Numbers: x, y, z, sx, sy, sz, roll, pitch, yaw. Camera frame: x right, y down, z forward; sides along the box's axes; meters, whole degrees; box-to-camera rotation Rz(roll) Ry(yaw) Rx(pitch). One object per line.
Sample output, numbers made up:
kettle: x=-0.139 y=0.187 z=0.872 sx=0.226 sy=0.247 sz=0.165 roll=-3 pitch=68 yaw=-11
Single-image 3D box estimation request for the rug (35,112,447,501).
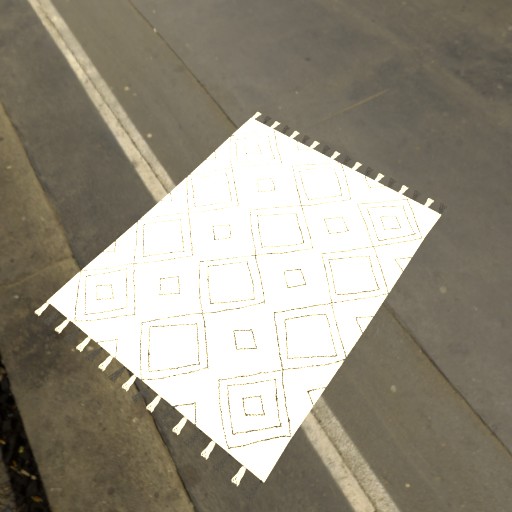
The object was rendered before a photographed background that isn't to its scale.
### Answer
rug: x=0.000 y=0.000 z=4.091 sx=2.342 sy=0.026 sz=3.221 roll=32 pitch=63 yaw=19
